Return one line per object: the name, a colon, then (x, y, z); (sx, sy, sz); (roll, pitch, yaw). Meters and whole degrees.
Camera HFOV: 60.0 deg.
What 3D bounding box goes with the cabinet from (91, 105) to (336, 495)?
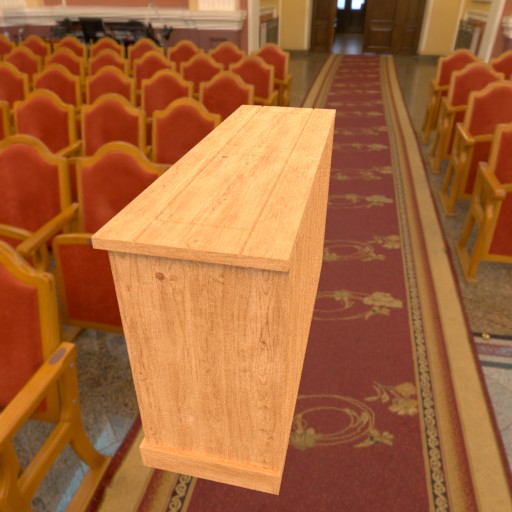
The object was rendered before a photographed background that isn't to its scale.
cabinet: (0.000, 0.000, 1.678); (0.432, 0.810, 1.321); (7, 32, 11)
